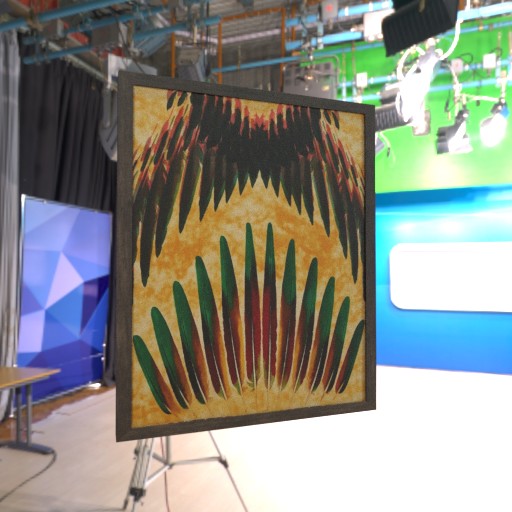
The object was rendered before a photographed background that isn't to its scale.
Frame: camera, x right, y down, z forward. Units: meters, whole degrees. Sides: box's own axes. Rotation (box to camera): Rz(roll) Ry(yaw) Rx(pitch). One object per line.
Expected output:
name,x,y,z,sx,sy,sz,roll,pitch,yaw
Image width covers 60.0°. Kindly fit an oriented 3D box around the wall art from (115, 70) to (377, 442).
wall art,0.000,0.000,0.549,0.329,0.406,0.027,0,-1,-19
